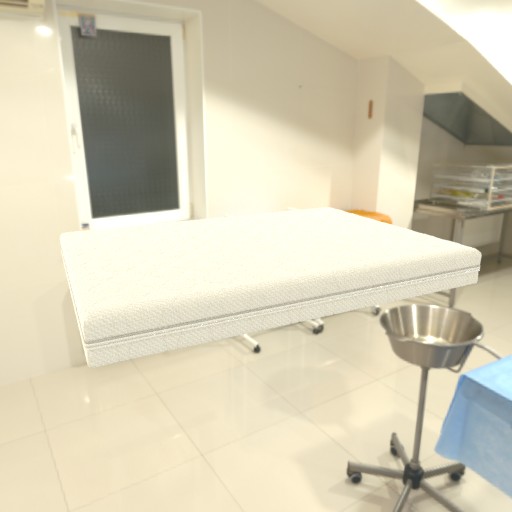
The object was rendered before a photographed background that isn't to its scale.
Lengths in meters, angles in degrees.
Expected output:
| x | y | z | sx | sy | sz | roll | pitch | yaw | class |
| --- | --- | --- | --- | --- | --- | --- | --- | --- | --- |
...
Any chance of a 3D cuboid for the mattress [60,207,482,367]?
| x | y | z | sx | sy | sz | roll | pitch | yaw | class |
| --- | --- | --- | --- | --- | --- | --- | --- | --- | --- |
| 0.000 | 0.000 | 2.550 | 2.000 | 0.200 | 1.400 | -8 | 19 | -25 | mattress |
